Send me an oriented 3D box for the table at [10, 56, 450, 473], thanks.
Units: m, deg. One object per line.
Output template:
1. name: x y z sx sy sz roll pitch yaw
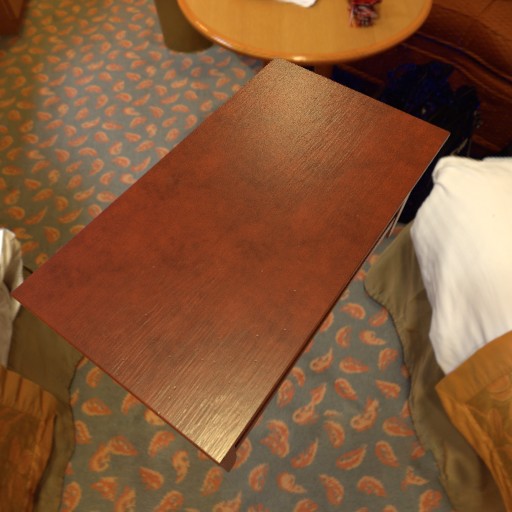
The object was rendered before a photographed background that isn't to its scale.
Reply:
1. table: 0.000 0.000 1.194 0.533 0.456 0.943 32 64 18
